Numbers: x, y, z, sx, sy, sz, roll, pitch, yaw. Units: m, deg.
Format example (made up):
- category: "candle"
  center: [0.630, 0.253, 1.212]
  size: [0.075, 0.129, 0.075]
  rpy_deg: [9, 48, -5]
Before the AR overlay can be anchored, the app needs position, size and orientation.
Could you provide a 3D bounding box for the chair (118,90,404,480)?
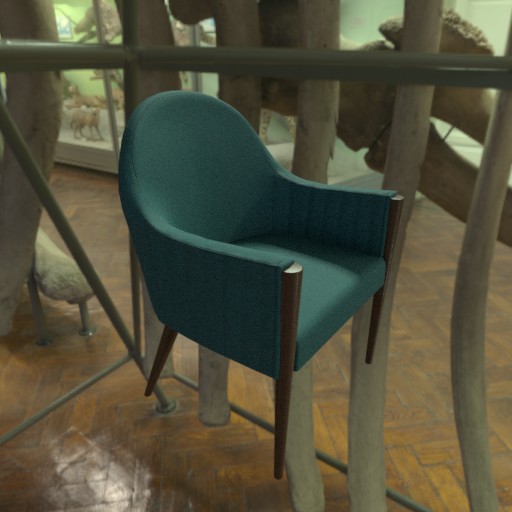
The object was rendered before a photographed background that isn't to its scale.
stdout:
- category: "chair"
  center: [0.000, 0.000, 1.338]
  size: [0.652, 0.907, 0.656]
  rpy_deg: [18, 30, 33]
